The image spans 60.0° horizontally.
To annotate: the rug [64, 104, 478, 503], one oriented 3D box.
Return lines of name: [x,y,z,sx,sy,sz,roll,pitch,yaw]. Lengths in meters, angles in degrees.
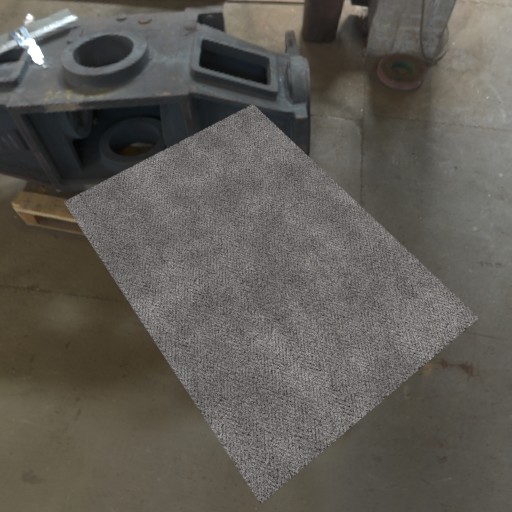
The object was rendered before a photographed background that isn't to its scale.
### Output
rug: [0.000,0.000,2.808,1.600,0.008,2.235,-33,65,-17]
